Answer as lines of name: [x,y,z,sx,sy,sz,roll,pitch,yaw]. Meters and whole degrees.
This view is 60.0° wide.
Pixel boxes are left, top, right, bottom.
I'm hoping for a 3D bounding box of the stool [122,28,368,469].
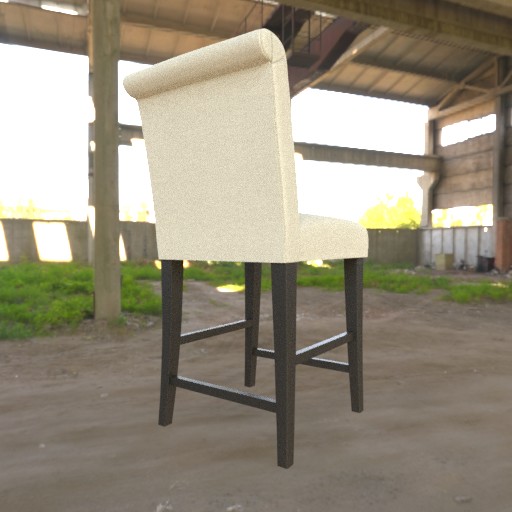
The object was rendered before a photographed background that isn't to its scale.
stool: [0.000,0.000,1.280,0.452,0.976,0.597,1,2,36]
